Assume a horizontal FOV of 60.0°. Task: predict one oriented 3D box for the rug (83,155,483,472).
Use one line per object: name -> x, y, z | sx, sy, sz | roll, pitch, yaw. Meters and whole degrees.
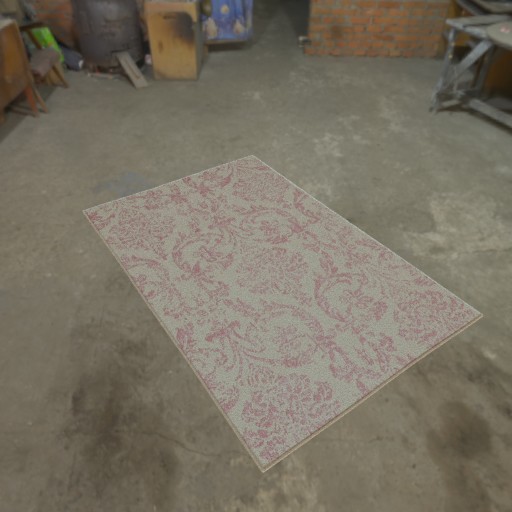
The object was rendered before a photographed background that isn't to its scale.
rug -> 0.000, 0.000, 2.303 | 1.219, 0.012, 1.839 | -24, 46, -26
